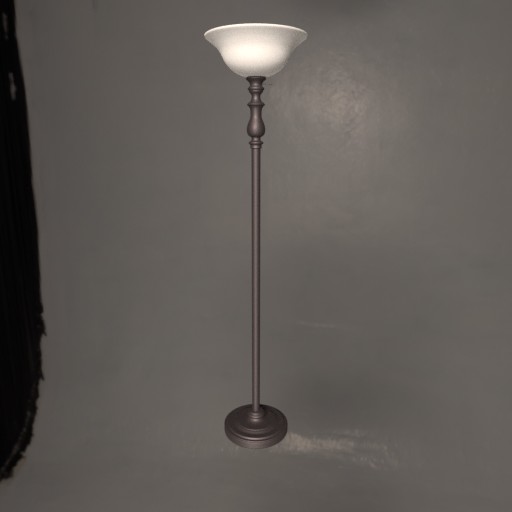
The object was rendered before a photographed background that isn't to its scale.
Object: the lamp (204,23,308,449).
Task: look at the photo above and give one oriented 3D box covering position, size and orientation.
[{"bbox_3d":[0.000,0.000,1.982,0.405,1.797,0.405,2,15,9],"label":"lamp"}]
